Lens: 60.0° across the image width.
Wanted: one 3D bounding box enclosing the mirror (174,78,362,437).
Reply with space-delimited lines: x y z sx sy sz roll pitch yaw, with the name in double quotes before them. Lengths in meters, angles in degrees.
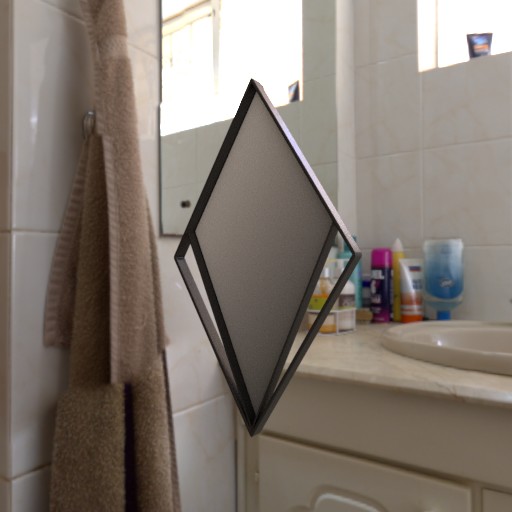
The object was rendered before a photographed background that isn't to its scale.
"mirror" 0.000 0.000 0.849 0.419 0.679 0.032 -1 -2 36
